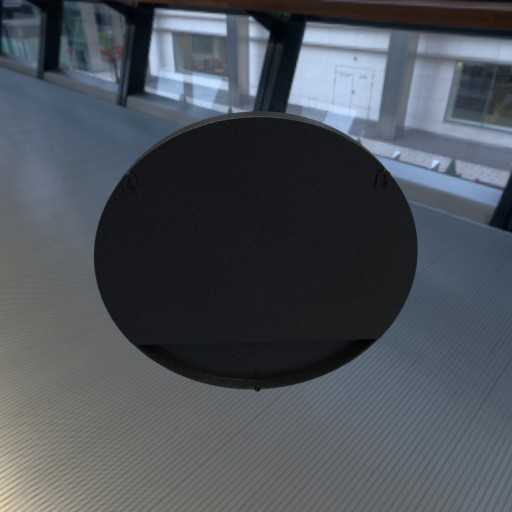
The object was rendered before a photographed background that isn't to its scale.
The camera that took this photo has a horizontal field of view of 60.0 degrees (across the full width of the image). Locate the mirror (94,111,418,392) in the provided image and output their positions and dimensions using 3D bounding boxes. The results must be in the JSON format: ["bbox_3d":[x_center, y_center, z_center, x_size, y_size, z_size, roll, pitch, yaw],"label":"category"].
[{"bbox_3d":[0.000,0.000,0.689,0.457,0.457,0.133,-1,31,-2],"label":"mirror"}]
